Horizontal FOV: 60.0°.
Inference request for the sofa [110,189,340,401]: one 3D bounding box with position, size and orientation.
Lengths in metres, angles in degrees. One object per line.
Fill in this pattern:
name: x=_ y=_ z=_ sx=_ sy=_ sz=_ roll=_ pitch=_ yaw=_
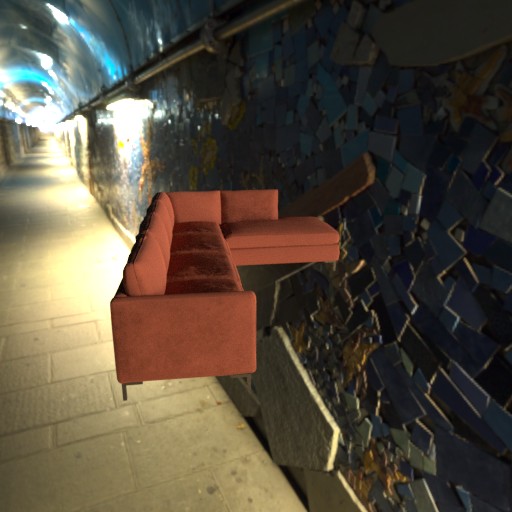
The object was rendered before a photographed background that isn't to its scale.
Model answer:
sofa: x=0.000 y=0.000 z=3.639 sx=1.879 sy=0.757 sz=2.736 roll=-2 pitch=16 yaw=-8
